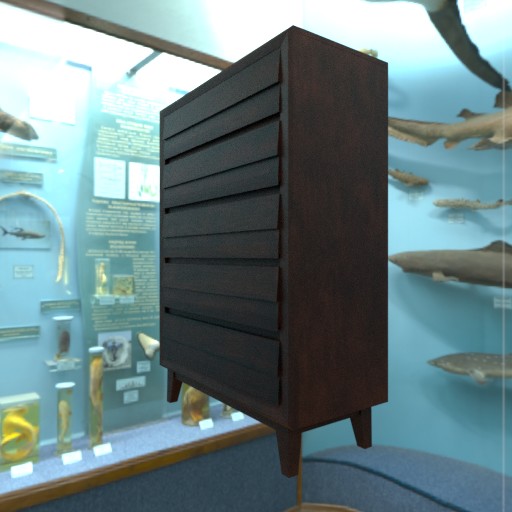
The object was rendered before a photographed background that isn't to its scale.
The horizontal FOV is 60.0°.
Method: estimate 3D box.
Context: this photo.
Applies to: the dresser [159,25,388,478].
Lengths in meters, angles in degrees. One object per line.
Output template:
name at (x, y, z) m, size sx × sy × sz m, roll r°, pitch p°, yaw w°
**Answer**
dresser at (0.000, 0.000, 2.023) m, size 0.506 × 1.514 × 1.072 m, roll 0°, pitch 0°, yaw -36°
